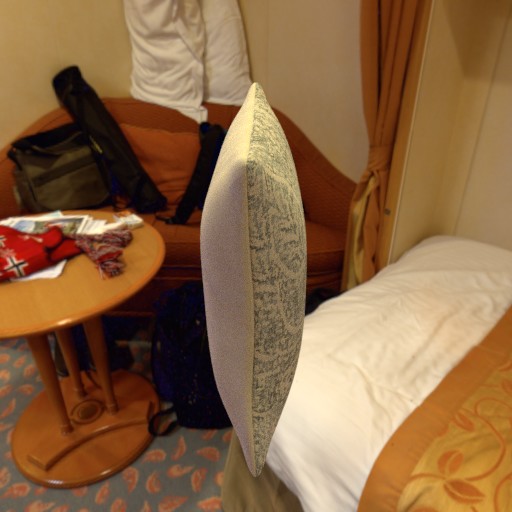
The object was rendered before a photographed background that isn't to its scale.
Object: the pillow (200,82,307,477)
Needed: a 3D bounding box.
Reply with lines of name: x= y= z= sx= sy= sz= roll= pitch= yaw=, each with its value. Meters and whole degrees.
pillow: x=0.000 y=0.000 z=0.793 sx=0.166 sy=0.510 sz=0.523 roll=1 pitch=30 yaw=1
